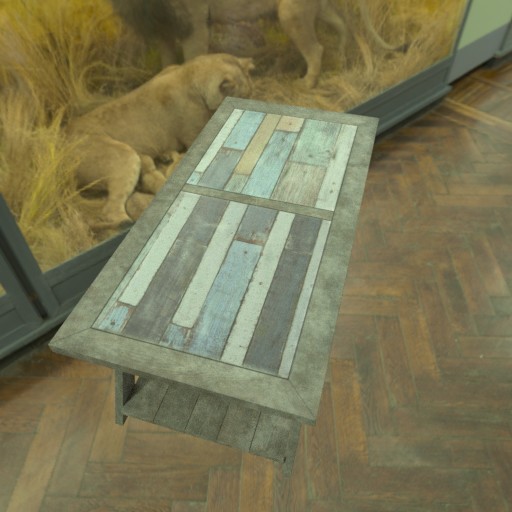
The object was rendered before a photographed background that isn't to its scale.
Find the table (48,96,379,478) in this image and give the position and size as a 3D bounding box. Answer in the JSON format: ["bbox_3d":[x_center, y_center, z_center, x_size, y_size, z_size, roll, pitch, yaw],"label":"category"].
[{"bbox_3d":[0.000,0.000,1.505,0.610,0.470,1.219,12,48,11],"label":"table"}]
